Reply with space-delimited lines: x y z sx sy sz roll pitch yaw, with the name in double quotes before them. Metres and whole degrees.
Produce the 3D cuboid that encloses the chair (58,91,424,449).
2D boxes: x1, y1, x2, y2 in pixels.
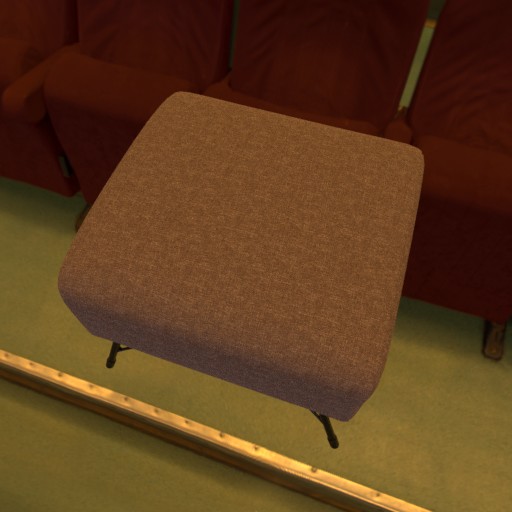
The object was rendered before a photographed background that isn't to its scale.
"chair" 0.000 0.000 0.888 0.530 0.410 0.530 16 61 9
